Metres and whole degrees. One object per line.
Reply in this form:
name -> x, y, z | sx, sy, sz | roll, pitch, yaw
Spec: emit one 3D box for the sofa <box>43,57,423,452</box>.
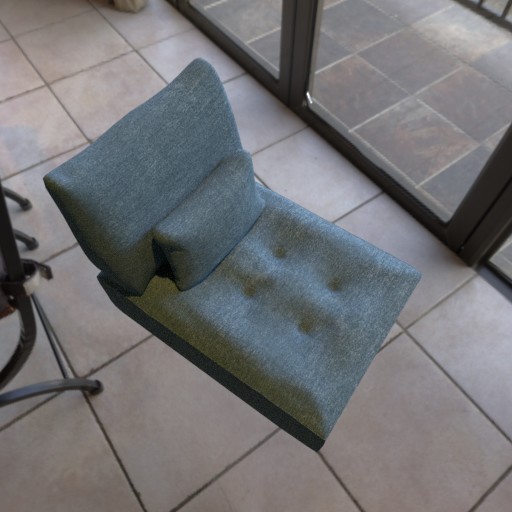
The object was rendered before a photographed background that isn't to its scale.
sofa -> 0.000, 0.000, 1.507 | 1.000, 0.820, 0.700 | 31, 64, 17
